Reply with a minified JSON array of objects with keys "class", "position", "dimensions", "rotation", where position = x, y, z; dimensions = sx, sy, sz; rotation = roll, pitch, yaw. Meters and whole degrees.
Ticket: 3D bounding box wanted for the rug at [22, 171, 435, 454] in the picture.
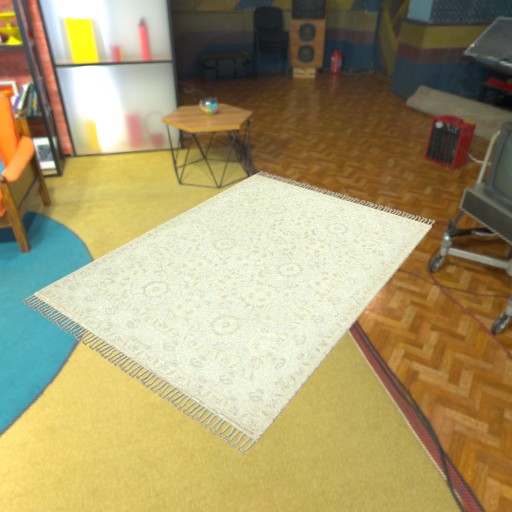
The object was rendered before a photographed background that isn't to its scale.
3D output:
[{"class":"rug","position":[0.000,0.000,2.214],"dimensions":[1.223,0.015,1.771],"rotation":[22,39,30]}]
